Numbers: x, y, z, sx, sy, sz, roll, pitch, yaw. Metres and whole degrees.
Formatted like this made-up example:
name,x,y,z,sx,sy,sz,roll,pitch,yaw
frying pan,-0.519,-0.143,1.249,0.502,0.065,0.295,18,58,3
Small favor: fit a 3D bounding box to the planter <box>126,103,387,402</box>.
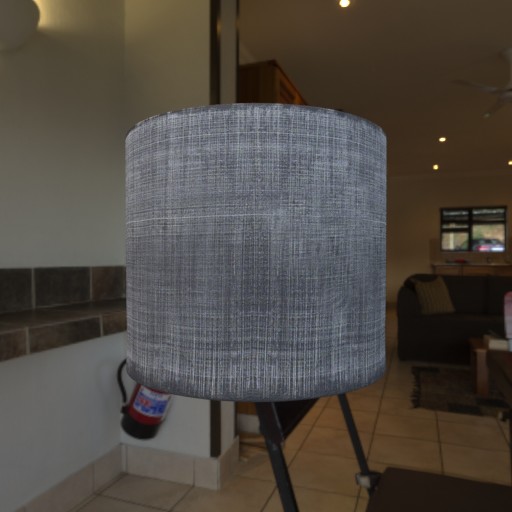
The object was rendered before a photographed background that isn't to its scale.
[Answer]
name,x,y,z,sx,sy,sz,roll,pitch,yaw
planter,0.000,0.000,0.449,0.254,0.221,0.254,0,-1,0
